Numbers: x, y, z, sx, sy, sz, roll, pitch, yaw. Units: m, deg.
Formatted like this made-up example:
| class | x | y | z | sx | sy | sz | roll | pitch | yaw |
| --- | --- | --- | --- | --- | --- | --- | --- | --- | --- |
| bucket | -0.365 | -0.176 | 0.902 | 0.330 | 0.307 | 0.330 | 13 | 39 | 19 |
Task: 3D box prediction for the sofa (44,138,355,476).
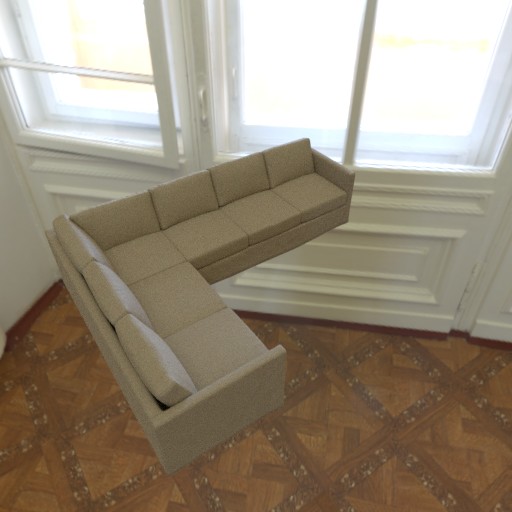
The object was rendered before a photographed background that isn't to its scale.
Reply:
| class | x | y | z | sx | sy | sz | roll | pitch | yaw |
| --- | --- | --- | --- | --- | --- | --- | --- | --- | --- |
| sofa | 0.000 | 0.000 | 4.251 | 3.182 | 0.871 | 2.432 | -24 | 46 | -26 |
